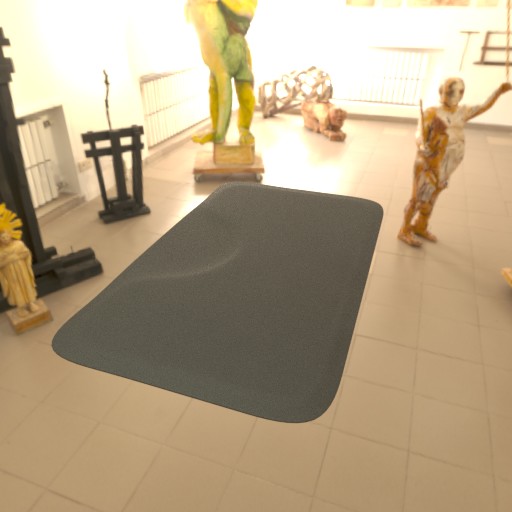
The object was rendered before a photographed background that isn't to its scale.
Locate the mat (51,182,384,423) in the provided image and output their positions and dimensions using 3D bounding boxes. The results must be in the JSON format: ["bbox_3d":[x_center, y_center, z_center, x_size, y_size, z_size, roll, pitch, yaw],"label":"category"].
[{"bbox_3d":[0.000,0.000,1.848,0.918,0.013,1.524,11,33,17],"label":"mat"}]
